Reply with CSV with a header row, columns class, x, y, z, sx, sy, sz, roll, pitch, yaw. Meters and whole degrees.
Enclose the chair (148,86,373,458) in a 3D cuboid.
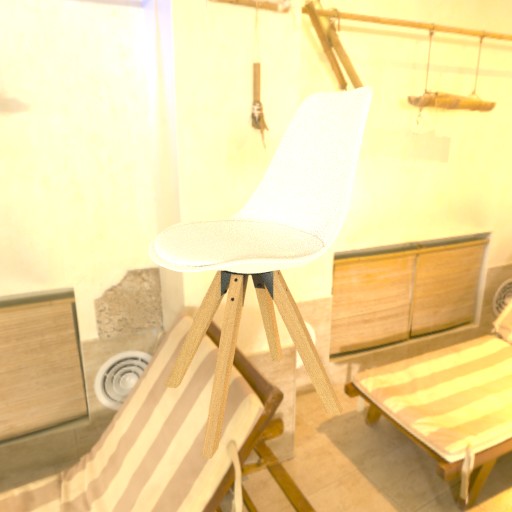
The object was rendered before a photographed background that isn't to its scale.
class,x,y,z,sx,sy,sz,roll,pitch,yaw
chair,0.000,0.000,1.176,0.550,0.849,0.485,-8,18,-25
